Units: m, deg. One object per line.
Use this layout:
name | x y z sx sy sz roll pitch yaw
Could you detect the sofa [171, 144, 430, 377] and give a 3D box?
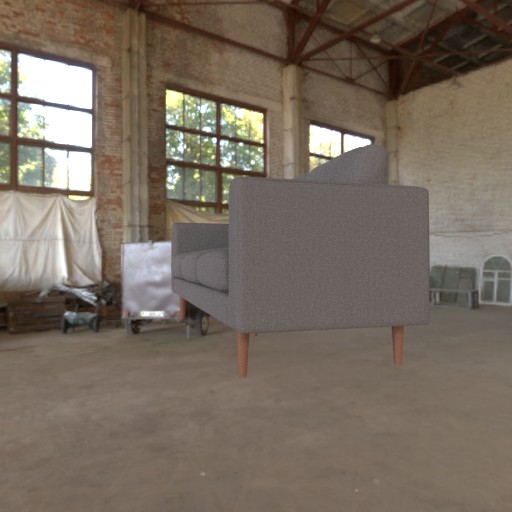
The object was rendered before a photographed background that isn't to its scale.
sofa | 0.000 0.000 2.548 0.802 0.912 2.029 0 -1 -17
